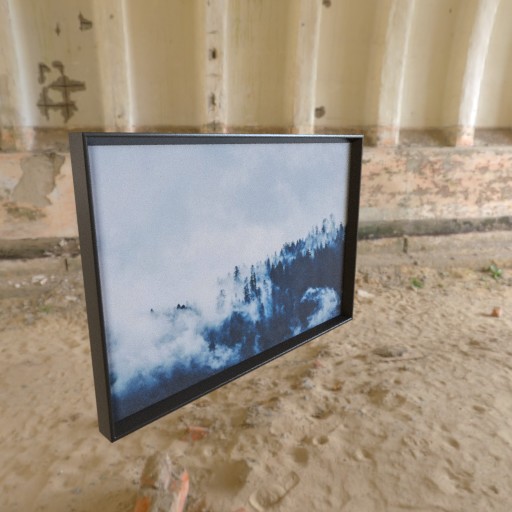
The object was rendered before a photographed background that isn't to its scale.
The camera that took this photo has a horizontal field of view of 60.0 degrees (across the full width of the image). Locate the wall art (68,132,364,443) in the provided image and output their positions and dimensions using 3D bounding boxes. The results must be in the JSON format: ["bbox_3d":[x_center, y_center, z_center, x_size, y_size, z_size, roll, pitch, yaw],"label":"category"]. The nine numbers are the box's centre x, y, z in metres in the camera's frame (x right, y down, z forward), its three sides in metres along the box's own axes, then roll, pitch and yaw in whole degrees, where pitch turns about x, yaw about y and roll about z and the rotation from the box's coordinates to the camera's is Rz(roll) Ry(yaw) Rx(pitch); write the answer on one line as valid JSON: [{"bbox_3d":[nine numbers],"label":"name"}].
[{"bbox_3d":[0.000,0.000,1.207,0.058,0.640,0.939,14,20,43],"label":"wall art"}]
